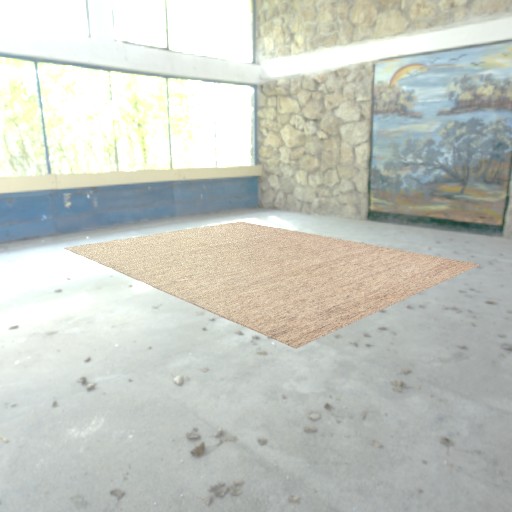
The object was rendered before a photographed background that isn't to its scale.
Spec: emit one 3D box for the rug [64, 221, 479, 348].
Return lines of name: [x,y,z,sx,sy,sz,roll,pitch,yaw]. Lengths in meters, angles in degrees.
rug: [0.000,0.000,4.264,2.448,0.013,3.205,-13,19,-42]
